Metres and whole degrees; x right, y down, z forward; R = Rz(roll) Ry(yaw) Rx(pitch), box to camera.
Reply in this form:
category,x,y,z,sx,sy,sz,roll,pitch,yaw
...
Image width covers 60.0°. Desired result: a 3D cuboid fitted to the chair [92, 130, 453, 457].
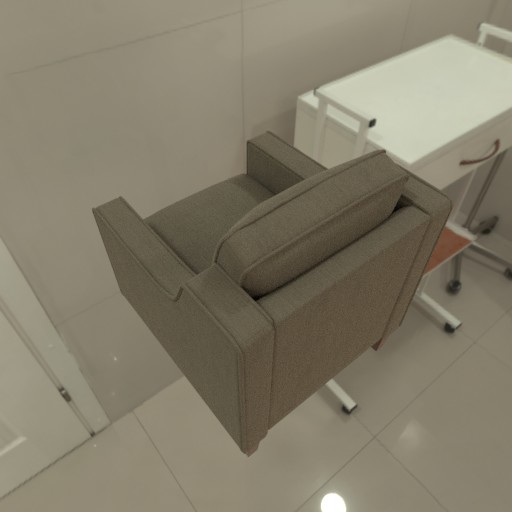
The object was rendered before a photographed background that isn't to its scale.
category,x,y,z,sx,sy,sz,roll,pitch,yaw
chair,0.000,0.000,1.657,0.831,0.960,0.909,-30,54,-25
